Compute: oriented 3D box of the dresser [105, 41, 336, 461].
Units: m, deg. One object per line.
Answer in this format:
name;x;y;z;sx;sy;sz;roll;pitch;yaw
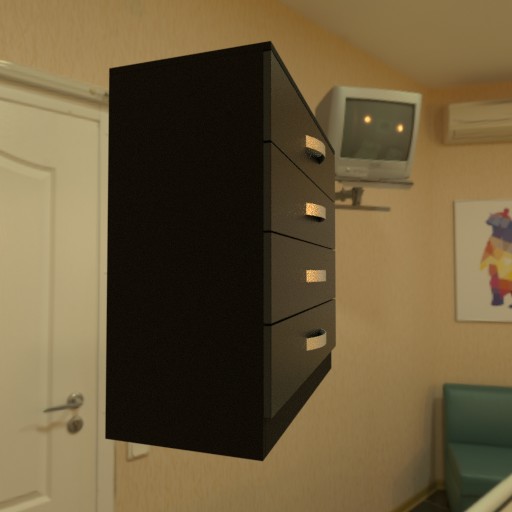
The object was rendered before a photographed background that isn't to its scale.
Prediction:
dresser;0.000;0.000;1.159;0.360;0.720;0.750;-1;-2;18
